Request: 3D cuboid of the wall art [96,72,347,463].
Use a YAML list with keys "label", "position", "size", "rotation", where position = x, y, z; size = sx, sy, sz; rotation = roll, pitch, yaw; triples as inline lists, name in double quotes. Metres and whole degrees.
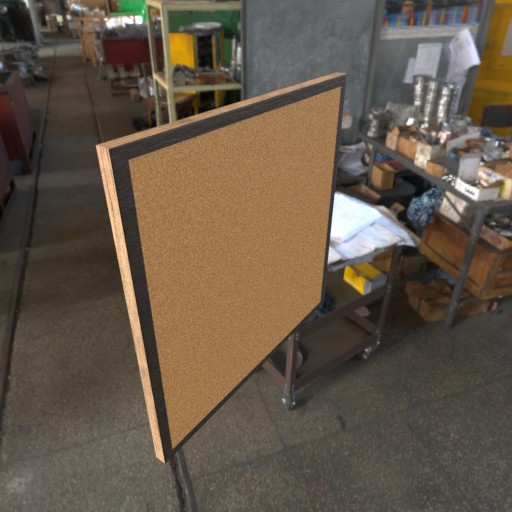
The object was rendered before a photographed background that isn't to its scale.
- label: "wall art"
  position: [0.000, 0.000, 1.012]
  size: [0.029, 0.691, 0.695]
  rotation: [21, 38, 30]
